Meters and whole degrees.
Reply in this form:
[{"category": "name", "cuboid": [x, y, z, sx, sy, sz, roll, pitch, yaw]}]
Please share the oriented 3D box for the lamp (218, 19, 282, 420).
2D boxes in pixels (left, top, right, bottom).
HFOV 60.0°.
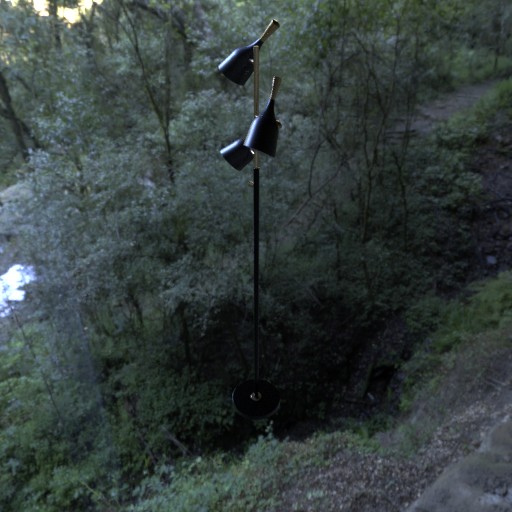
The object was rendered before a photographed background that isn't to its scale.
[{"category": "lamp", "cuboid": [0.000, 0.000, 1.888, 0.253, 1.778, 0.434, -9, 32, -15]}]
